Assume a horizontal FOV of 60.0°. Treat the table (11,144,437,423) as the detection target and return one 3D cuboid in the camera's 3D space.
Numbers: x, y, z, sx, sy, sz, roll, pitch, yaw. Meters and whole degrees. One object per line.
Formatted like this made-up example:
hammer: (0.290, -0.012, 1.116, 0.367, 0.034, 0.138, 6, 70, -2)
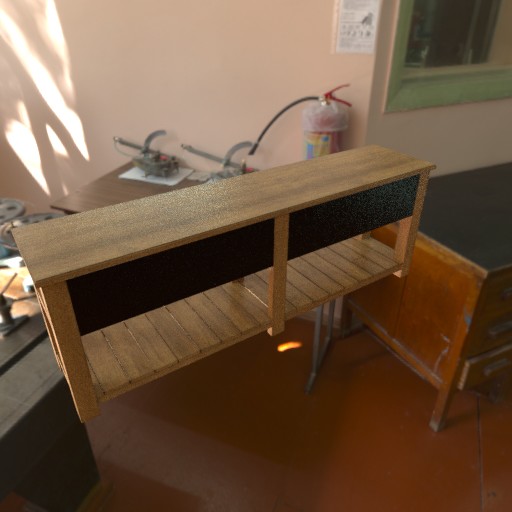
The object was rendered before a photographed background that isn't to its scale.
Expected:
table: (0.000, 0.000, 2.015, 1.815, 0.635, 0.425, -19, 36, -29)
